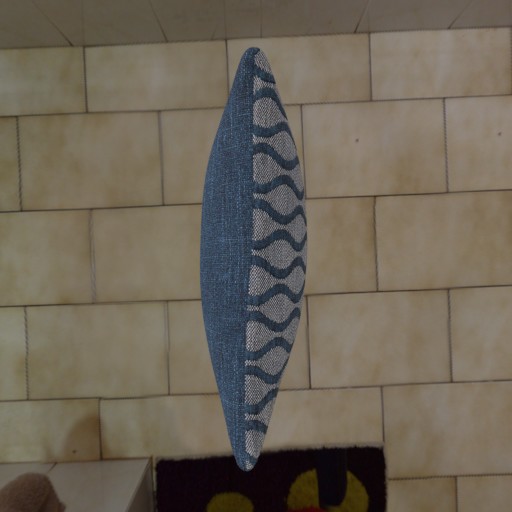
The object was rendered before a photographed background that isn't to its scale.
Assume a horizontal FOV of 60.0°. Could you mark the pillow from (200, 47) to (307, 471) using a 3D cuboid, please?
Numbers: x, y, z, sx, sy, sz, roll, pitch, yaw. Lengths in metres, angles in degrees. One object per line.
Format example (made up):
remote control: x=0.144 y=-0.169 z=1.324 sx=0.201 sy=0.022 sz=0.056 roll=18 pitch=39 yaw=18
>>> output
pillow: x=0.000 y=0.000 z=0.661 sx=0.159 sy=0.435 sz=0.435 roll=0 pitch=91 yaw=0
